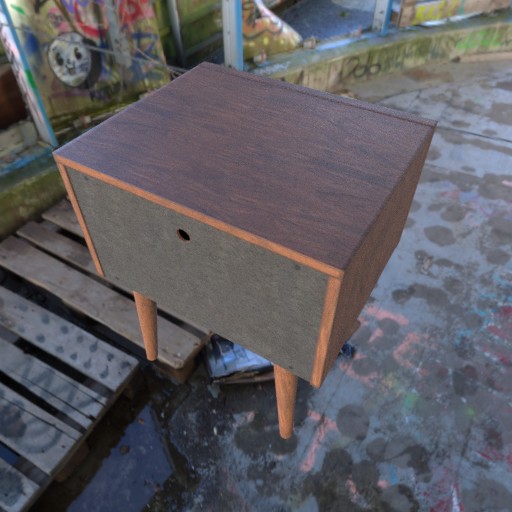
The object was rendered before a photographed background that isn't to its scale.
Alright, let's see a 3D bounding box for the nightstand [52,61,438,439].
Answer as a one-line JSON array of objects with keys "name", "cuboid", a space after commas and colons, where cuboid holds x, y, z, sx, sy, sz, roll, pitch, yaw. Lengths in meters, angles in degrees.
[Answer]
[{"name": "nightstand", "cuboid": [0.000, 0.000, 0.989, 0.521, 0.607, 0.445, 23, 50, 21]}]
